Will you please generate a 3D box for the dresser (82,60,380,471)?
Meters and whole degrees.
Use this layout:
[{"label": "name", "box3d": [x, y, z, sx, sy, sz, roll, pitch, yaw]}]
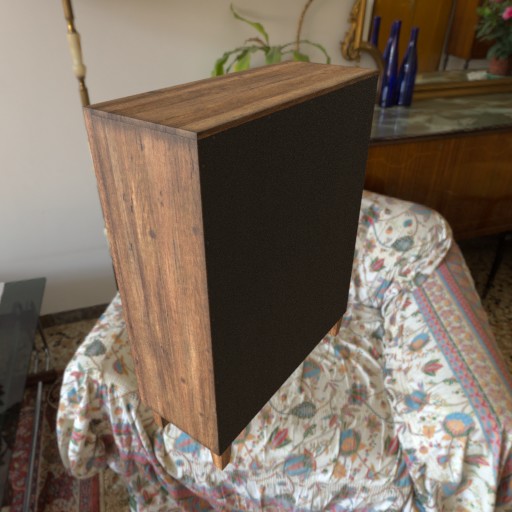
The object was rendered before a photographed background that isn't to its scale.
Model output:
[{"label": "dresser", "box3d": [0.000, 0.000, 1.853, 0.438, 1.359, 1.067, 21, 37, 30]}]
